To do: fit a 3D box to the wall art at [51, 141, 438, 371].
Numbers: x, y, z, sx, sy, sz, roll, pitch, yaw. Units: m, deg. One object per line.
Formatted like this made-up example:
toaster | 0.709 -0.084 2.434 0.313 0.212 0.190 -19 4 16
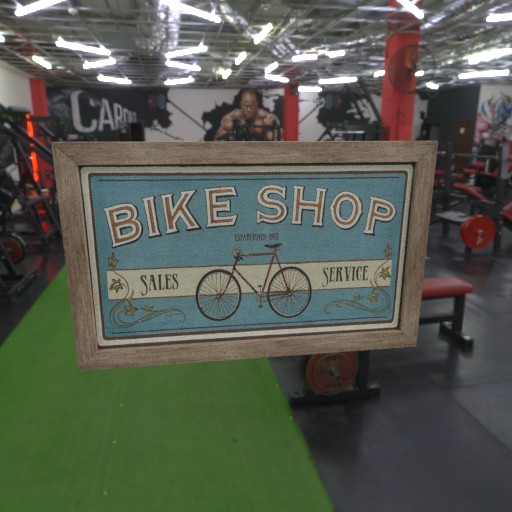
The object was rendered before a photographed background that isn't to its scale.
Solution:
wall art | 0.000 0.000 0.960 0.780 0.480 0.021 -2 16 -8
